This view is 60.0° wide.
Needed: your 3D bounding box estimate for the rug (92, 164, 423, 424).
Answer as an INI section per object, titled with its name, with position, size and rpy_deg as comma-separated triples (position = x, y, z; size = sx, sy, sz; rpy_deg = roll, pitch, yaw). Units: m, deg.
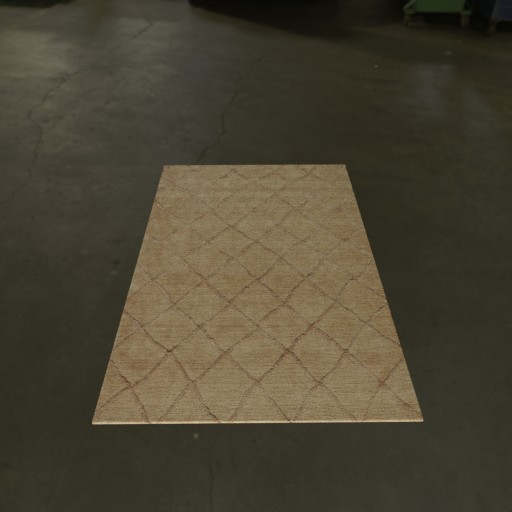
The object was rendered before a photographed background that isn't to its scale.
[rug]
position = 0.000, 0.000, 2.894
size = 1.528, 0.014, 2.292
rpy_deg = 0, 42, 0
